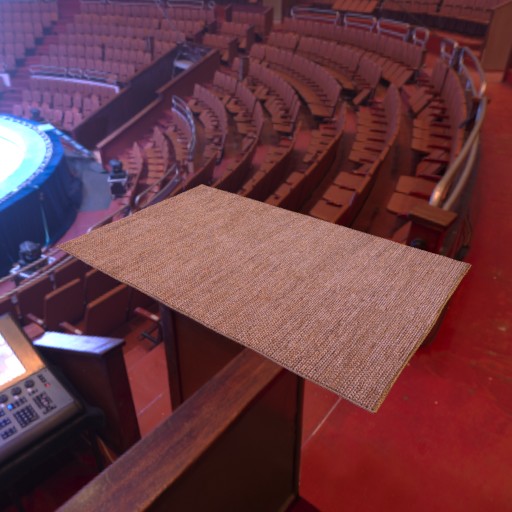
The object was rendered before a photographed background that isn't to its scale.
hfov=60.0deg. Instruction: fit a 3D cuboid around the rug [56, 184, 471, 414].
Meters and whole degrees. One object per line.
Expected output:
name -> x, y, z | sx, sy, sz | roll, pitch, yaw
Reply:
rug -> 0.000, 0.000, 3.050 | 2.438, 0.034, 1.521 | 21, 36, 31
